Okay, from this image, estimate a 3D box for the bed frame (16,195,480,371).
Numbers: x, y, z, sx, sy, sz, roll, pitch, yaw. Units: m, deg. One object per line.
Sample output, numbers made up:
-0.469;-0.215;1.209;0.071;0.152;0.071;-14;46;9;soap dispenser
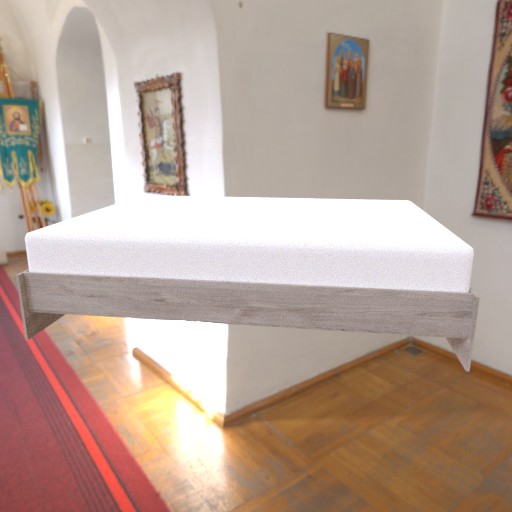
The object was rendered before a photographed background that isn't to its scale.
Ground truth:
0.000;0.000;2.540;1.945;0.497;1.445;2;15;8;bed frame
